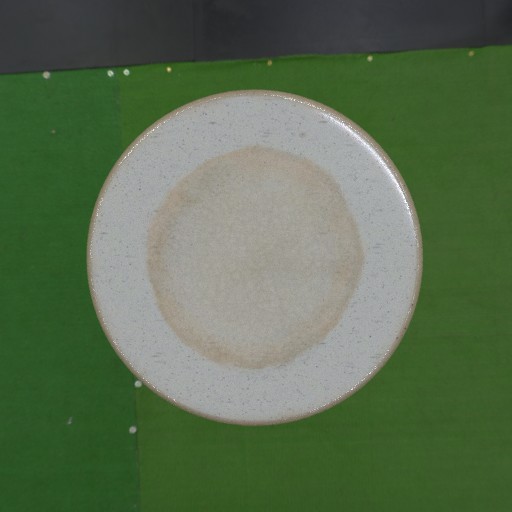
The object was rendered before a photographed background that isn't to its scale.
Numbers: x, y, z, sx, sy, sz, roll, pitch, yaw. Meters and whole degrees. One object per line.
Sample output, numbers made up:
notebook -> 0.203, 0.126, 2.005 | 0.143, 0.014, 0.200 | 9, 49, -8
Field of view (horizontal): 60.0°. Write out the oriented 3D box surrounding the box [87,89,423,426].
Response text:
box -> 0.000, 0.000, 0.258 | 0.154, 0.123, 0.154 | 0, 92, 1
